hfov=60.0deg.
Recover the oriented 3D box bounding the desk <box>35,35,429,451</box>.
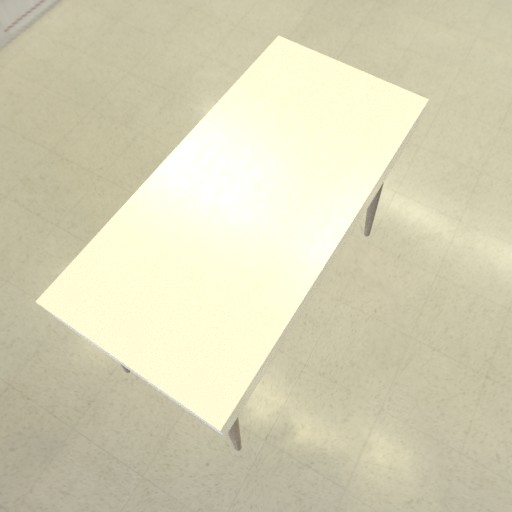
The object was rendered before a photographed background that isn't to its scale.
[{"bbox_3d":[0.000,0.000,1.377,0.491,0.723,0.979,30,67,14],"label":"desk"}]
